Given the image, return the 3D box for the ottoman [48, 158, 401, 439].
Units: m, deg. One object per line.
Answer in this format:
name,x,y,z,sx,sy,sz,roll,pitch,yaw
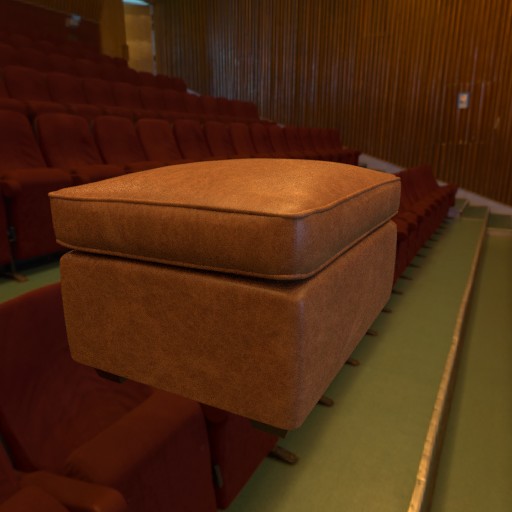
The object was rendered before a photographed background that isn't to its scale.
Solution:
ottoman,0.000,0.000,1.100,0.554,0.468,0.756,8,16,27
